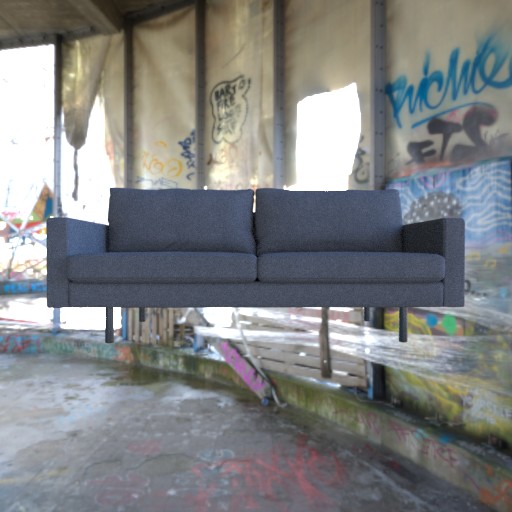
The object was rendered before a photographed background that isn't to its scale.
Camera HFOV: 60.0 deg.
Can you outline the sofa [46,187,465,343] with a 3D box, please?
[{"bbox_3d":[0.000,0.000,2.611,2.100,0.880,0.880,0,0,-1],"label":"sofa"}]
